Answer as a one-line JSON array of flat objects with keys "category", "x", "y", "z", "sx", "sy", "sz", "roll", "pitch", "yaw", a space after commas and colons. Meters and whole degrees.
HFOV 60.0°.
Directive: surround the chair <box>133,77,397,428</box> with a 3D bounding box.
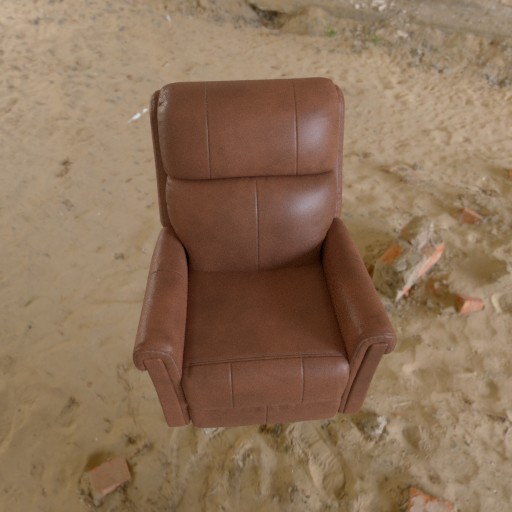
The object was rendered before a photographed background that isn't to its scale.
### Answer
[{"category": "chair", "x": 0.000, "y": 0.000, "z": 1.726, "sx": 0.838, "sy": 1.054, "sz": 1.014, "roll": -3, "pitch": 46, "yaw": -3}]
